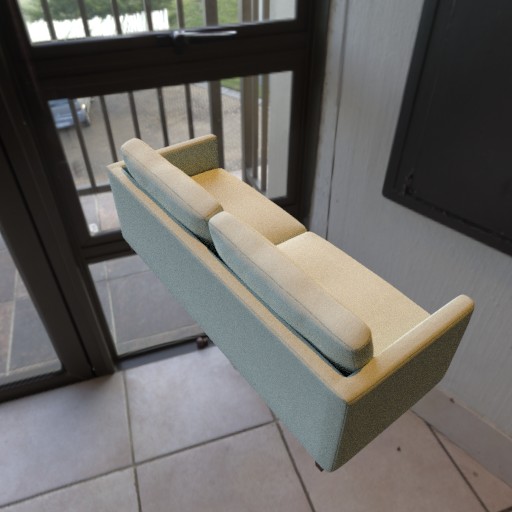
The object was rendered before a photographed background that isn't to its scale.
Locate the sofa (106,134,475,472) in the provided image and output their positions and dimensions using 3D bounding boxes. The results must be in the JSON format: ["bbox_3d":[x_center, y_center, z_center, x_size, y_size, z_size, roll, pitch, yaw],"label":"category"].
[{"bbox_3d":[0.000,0.000,2.864,0.948,0.965,2.434,-26,47,-27],"label":"sofa"}]
